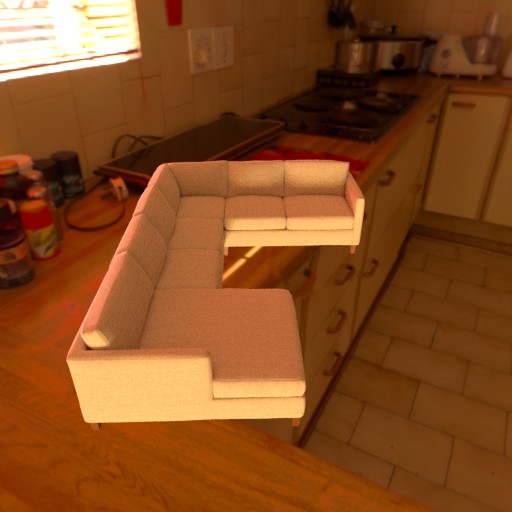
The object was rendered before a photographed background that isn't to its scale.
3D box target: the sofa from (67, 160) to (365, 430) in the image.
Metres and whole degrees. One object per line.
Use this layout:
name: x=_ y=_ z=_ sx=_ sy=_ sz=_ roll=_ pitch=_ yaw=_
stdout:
sofa: x=0.000 y=0.000 z=4.472 sx=2.594 sy=0.961 sz=3.460 roll=-1 pitch=31 yaw=-1
